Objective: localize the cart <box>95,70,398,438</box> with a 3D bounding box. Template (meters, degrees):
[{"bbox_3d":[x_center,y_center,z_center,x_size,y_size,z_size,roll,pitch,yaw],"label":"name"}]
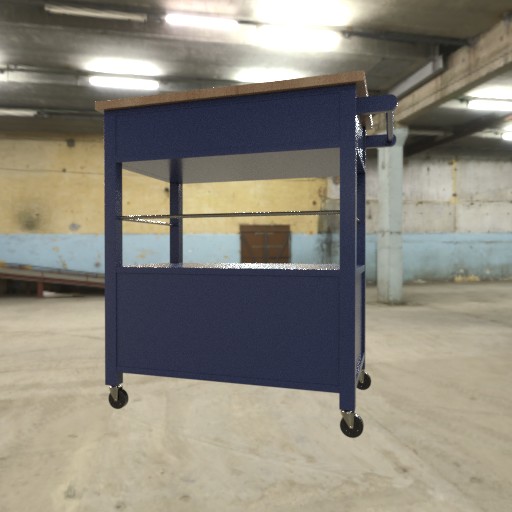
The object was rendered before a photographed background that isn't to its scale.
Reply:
[{"bbox_3d":[0.000,0.000,1.391,0.840,0.901,0.459,0,1,17],"label":"cart"}]
